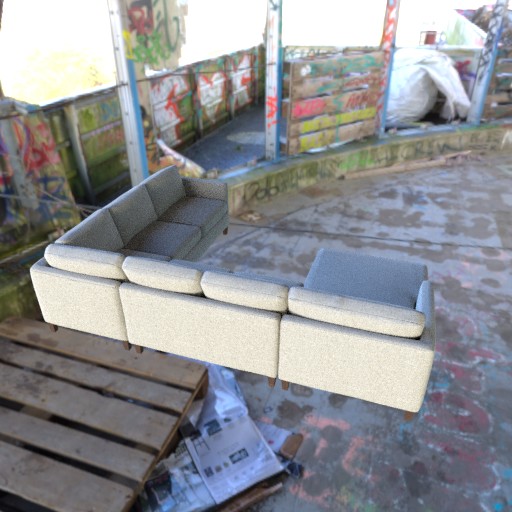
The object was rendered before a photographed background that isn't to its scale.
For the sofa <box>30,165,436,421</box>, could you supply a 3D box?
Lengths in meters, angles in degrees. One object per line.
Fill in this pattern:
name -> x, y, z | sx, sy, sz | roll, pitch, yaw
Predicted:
sofa -> 0.000, 0.000, 4.644 | 3.460, 0.959, 2.593 | 10, 32, 16
